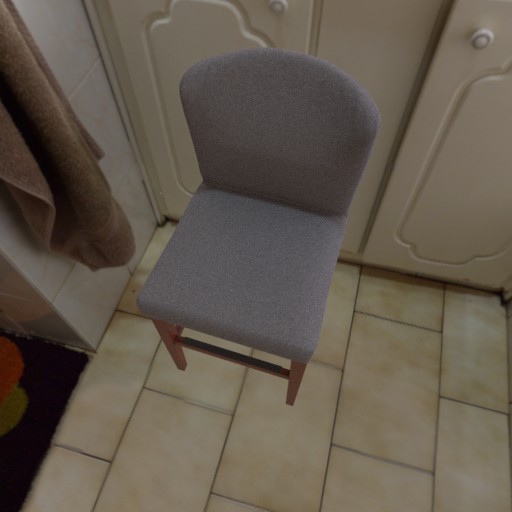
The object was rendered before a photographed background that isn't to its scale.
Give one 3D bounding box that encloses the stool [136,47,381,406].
[{"bbox_3d":[0.000,0.000,1.298,0.481,0.968,0.568,15,59,9],"label":"stool"}]
